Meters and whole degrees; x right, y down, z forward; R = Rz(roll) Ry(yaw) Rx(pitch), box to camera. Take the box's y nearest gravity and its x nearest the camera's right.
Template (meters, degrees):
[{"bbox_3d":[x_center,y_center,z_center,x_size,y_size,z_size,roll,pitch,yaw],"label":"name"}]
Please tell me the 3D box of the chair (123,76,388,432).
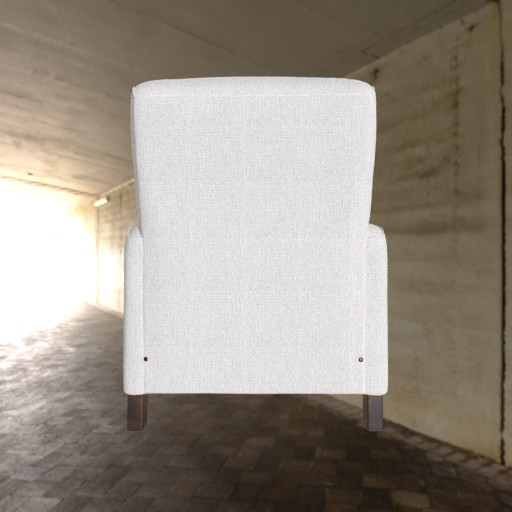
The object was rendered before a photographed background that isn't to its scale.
[{"bbox_3d":[0.000,0.000,1.635,0.841,1.028,0.858,0,0,0],"label":"chair"}]
